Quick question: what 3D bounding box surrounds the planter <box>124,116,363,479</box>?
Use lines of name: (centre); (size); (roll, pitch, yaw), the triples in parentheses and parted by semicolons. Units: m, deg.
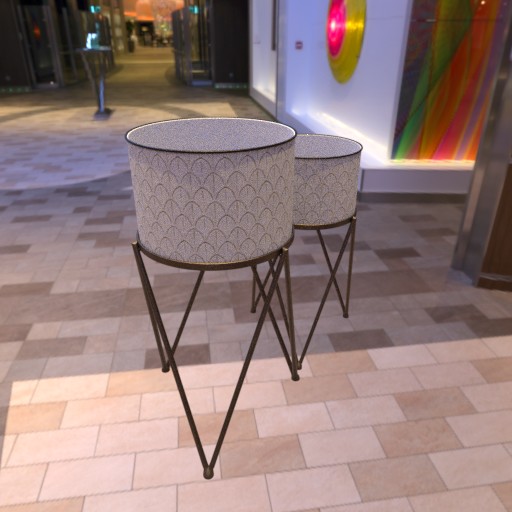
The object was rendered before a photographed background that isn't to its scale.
planter: (0.000, 0.000, 1.172); (0.413, 0.712, 0.769); (18, 32, 31)
